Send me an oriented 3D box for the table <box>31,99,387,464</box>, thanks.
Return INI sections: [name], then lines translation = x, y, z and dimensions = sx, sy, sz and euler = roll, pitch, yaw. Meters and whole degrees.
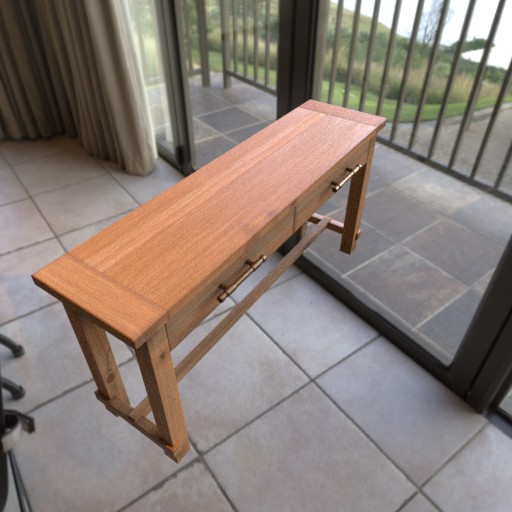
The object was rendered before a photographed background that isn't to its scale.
[table]
translation = 0.000, 0.000, 1.899
dimensions = 0.442, 0.762, 1.599
euler = 24, 46, 26
